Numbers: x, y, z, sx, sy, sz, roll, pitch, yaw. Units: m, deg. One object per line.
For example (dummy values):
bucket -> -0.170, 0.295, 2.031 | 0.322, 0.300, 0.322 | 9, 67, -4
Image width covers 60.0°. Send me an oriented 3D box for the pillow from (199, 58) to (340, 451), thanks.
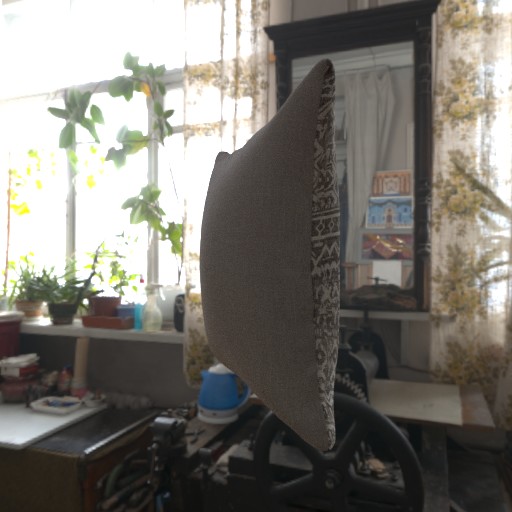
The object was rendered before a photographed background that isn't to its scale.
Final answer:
pillow -> 0.000, 0.000, 0.792 | 0.180, 0.487, 0.546 | 0, 0, -19
